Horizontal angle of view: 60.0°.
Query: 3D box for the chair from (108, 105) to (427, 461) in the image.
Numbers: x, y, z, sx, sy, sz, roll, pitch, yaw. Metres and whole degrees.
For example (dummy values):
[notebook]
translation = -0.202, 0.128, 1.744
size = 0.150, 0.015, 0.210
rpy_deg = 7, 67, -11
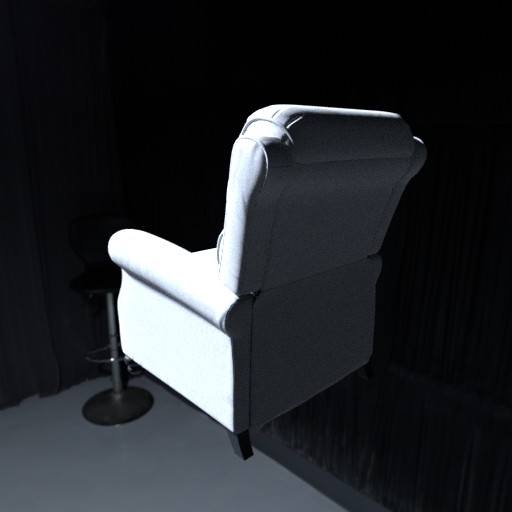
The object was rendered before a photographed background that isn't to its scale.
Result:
[chair]
translation = 0.000, 0.000, 1.703
size = 0.859, 1.046, 0.919
rpy_deg = -14, 20, -42
